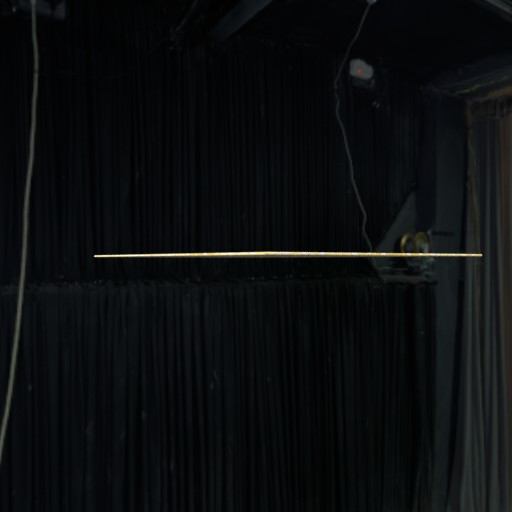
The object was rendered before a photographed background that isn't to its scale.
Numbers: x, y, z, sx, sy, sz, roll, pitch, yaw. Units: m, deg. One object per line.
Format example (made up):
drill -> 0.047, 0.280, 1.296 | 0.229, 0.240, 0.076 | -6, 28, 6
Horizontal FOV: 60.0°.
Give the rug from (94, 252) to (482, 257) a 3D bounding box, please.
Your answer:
rug -> 0.000, 0.000, 2.392 | 1.213, 0.010, 1.829 | 0, 0, -35
